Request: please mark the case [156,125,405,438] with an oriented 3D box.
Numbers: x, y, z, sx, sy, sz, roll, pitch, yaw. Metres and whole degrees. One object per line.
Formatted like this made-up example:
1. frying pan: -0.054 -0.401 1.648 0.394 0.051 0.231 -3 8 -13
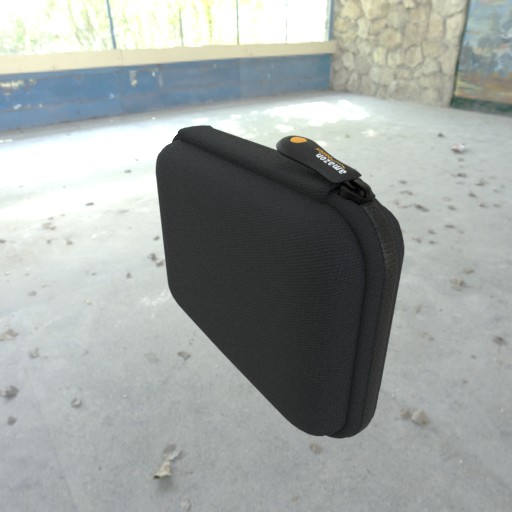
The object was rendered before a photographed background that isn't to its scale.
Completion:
1. case: 0.000 0.000 0.181 0.038 0.105 0.132 -18 33 -30
